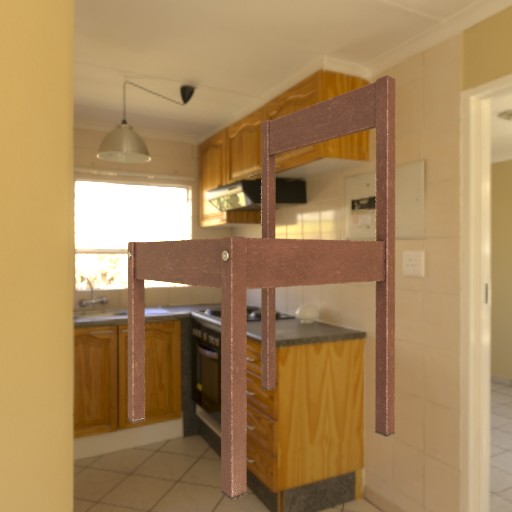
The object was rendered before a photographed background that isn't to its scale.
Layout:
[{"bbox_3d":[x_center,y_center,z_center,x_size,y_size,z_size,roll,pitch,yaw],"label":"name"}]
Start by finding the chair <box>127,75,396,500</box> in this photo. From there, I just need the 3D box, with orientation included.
[{"bbox_3d":[0.000,0.000,0.655,0.285,0.505,0.285,0,1,-38],"label":"chair"}]
